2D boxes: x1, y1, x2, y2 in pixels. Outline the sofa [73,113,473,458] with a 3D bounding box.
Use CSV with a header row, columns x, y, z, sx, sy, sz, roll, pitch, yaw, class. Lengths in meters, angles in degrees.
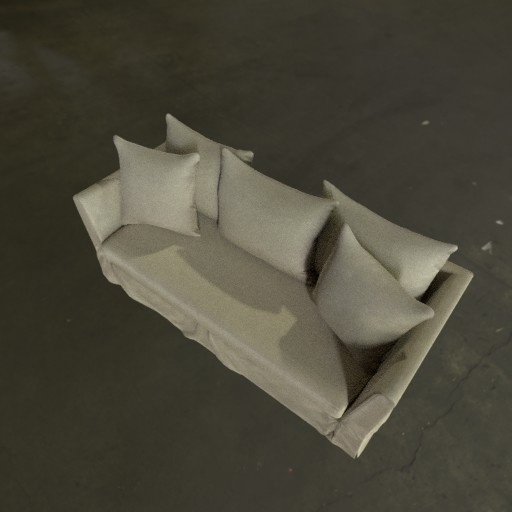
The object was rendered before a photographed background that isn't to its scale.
x,y,z,sx,sy,sz,roll,pitch,yaw,class
0.000,0.000,2.806,2.290,1.034,1.031,30,53,25,sofa
